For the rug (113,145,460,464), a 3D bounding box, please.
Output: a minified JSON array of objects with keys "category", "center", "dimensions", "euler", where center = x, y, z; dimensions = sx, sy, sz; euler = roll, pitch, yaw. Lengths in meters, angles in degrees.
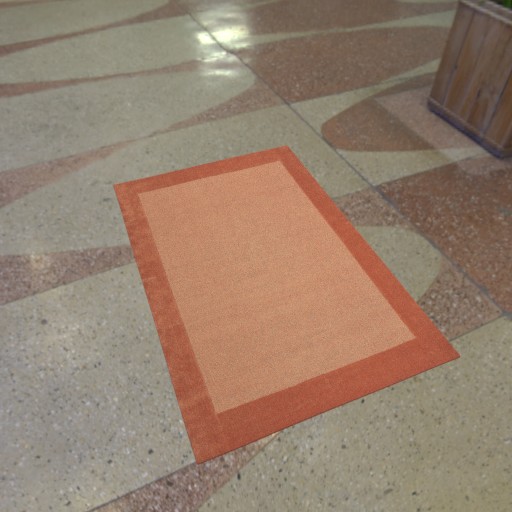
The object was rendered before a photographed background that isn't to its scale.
[{"category":"rug","center":[0.000,0.000,2.394],"dimensions":[1.219,0.014,1.829],"euler":[-16,49,-15]}]
